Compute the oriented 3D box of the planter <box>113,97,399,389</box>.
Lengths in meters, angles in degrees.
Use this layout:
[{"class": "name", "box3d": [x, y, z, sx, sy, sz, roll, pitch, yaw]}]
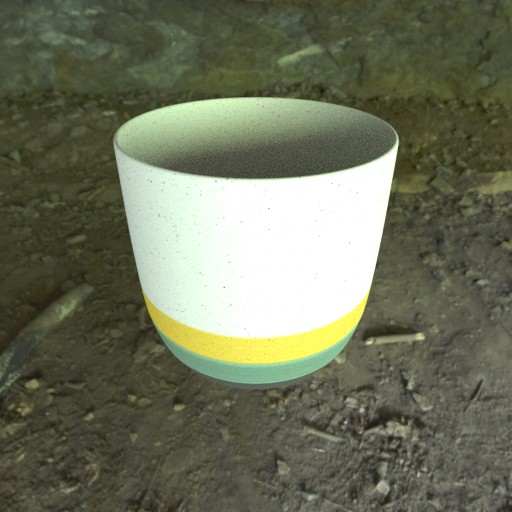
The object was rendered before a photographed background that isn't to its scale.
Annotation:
[{"class": "planter", "box3d": [0.000, 0.000, 0.369, 0.195, 0.214, 0.195, 0, 32, 0]}]
